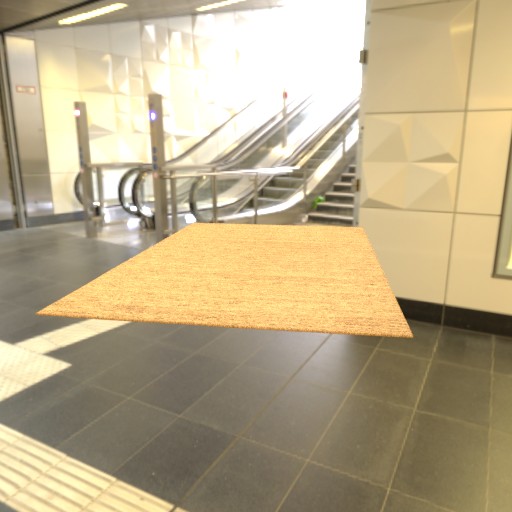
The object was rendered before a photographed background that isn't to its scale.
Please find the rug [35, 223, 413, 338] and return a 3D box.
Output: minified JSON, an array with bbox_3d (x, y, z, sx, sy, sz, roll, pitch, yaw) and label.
[{"bbox_3d":[0.000,0.000,2.286,1.225,0.013,1.840,2,14,8],"label":"rug"}]
